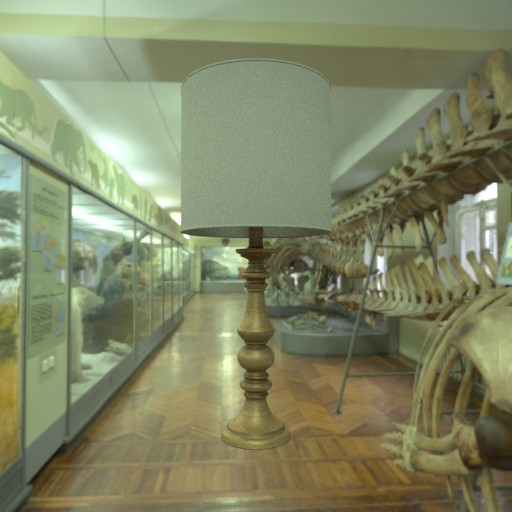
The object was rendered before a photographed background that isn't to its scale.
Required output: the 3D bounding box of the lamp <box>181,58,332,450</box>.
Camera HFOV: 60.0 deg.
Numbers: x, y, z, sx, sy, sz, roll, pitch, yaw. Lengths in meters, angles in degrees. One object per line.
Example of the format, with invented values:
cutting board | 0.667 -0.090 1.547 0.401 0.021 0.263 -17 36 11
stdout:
lamp | 0.000 0.000 0.744 0.250 0.597 0.250 1 -2 -35
